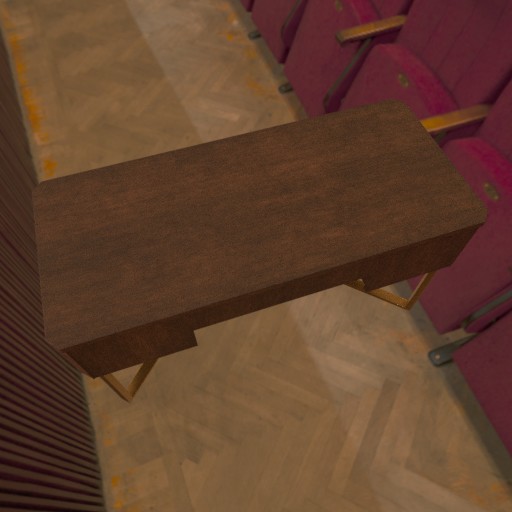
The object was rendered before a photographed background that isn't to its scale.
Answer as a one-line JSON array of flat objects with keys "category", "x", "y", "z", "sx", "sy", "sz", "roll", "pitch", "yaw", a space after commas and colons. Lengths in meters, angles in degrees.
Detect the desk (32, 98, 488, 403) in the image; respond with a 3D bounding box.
[{"category": "desk", "x": 0.000, "y": 0.000, "z": 1.871, "sx": 1.479, "sy": 0.762, "sz": 0.684, "roll": -16, "pitch": 60, "yaw": -10}]
